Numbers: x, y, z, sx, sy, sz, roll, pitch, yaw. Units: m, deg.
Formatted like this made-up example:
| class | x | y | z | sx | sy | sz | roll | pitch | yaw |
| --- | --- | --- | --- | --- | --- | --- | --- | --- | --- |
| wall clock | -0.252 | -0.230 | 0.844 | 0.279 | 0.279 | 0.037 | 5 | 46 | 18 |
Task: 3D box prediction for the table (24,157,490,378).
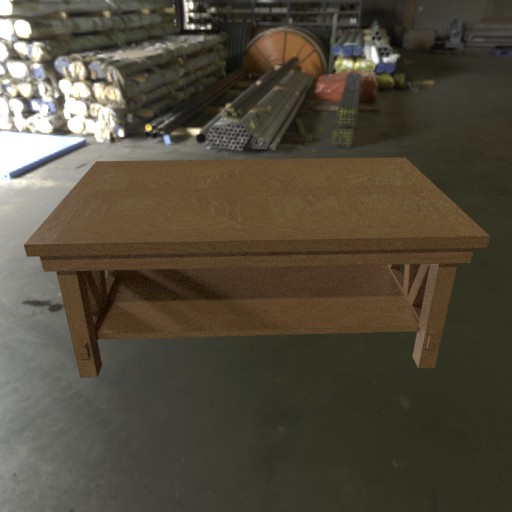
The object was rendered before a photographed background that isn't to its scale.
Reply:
| class | x | y | z | sx | sy | sz | roll | pitch | yaw |
| --- | --- | --- | --- | --- | --- | --- | --- | --- | --- |
| table | 0.000 | 0.000 | 1.639 | 1.270 | 0.507 | 0.711 | -1 | 30 | -2 |
